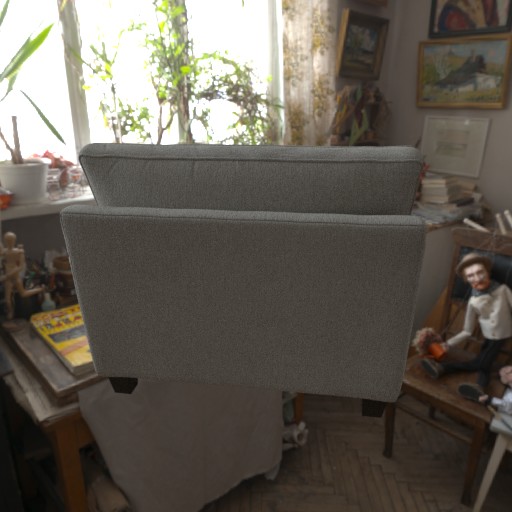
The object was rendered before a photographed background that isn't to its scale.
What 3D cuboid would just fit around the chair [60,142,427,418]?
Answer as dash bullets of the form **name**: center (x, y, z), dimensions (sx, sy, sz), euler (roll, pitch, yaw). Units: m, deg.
- **chair**: center (0.000, 0.000, 1.971), dimensions (1.220, 1.016, 1.041), euler (3, 19, 8)
